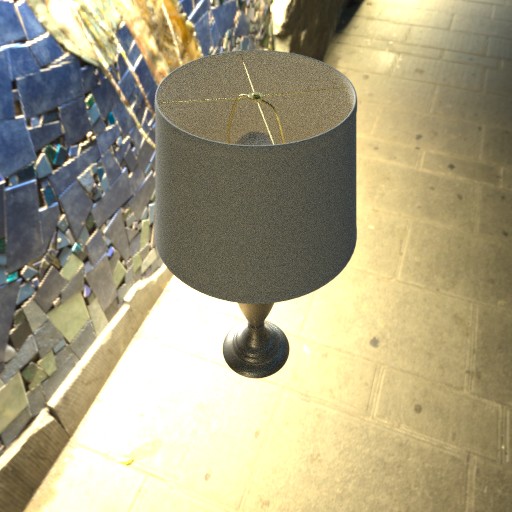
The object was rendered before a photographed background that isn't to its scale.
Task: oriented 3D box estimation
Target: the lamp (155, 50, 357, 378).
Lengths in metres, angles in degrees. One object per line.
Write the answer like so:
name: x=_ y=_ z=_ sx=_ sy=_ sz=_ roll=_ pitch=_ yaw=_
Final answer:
lamp: x=0.000 y=0.000 z=0.785 sx=0.328 sy=0.612 sz=0.328 roll=0 pitch=47 yaw=0
